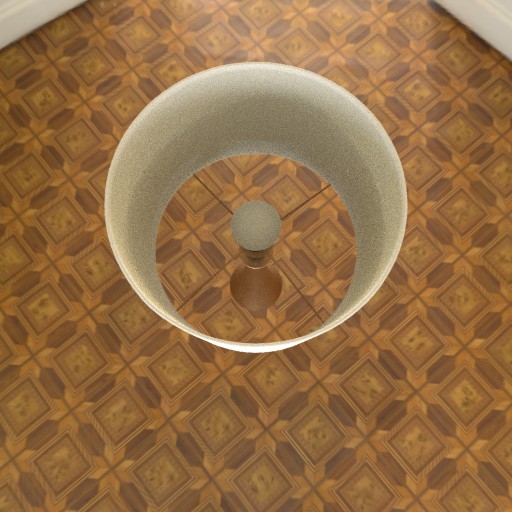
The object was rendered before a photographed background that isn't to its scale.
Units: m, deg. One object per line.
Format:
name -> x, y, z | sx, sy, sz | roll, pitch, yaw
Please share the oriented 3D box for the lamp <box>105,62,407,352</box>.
lamp -> 0.000, 0.000, 0.624 | 0.268, 0.479, 0.268 | -40, 80, -9
